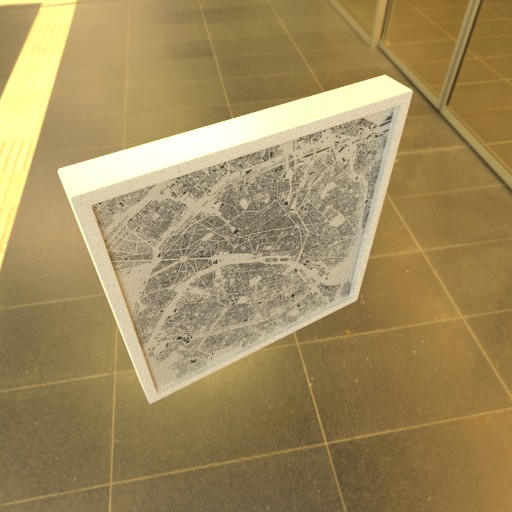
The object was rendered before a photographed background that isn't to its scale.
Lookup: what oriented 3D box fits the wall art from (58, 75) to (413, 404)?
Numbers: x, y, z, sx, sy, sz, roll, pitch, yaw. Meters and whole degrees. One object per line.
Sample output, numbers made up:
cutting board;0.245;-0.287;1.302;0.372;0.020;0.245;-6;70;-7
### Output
wall art;0.000;0.000;0.466;0.305;0.305;0.038;-23;50;-20
